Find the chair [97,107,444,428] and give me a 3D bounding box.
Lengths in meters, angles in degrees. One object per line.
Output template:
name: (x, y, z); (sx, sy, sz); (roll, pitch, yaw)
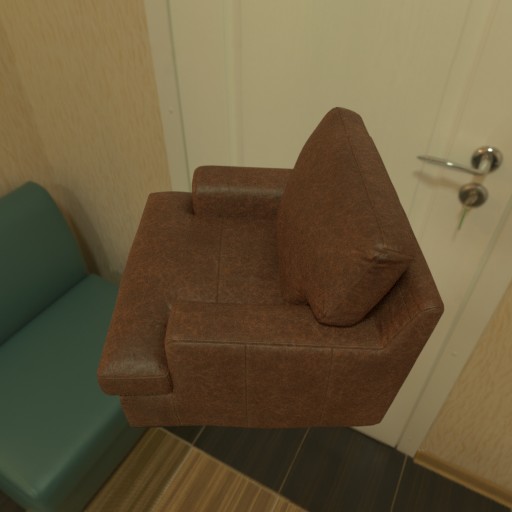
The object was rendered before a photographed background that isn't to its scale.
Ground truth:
chair: (0.000, 0.000, 1.912); (1.143, 0.939, 1.168); (0, 42, -1)
